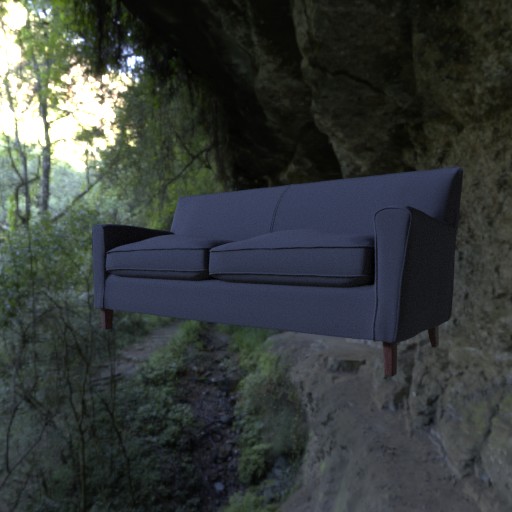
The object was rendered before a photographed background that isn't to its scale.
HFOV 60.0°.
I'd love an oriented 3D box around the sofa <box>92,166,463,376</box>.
[{"bbox_3d":[0.000,0.000,2.492,2.002,0.907,0.843,0,0,36],"label":"sofa"}]
